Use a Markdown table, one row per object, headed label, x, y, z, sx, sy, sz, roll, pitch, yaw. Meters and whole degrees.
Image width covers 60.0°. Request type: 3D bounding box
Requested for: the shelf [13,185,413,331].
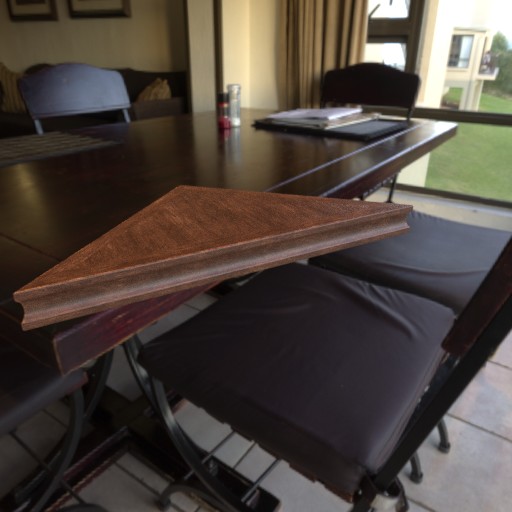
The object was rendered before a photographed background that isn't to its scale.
| label | x | y | z | sx | sy | sz | roll | pitch | yaw |
| --- | --- | --- | --- | --- | --- | --- | --- | --- | --- |
| shelf | 0.000 | 0.000 | 0.432 | 0.296 | 0.035 | 0.296 | 7 | 26 | 14 |
